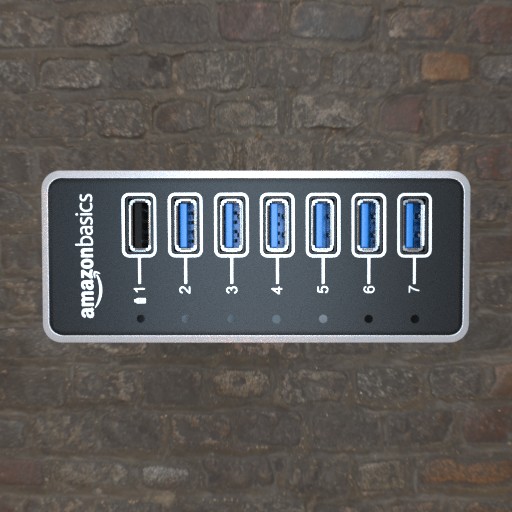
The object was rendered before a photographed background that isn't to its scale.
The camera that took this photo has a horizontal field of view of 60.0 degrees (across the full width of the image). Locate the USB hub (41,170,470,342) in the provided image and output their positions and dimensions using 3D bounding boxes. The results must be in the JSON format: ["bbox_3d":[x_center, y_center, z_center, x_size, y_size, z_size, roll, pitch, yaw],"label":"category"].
[{"bbox_3d":[0.000,0.000,0.124,0.110,0.023,0.044,0,91,0],"label":"USB hub"}]
